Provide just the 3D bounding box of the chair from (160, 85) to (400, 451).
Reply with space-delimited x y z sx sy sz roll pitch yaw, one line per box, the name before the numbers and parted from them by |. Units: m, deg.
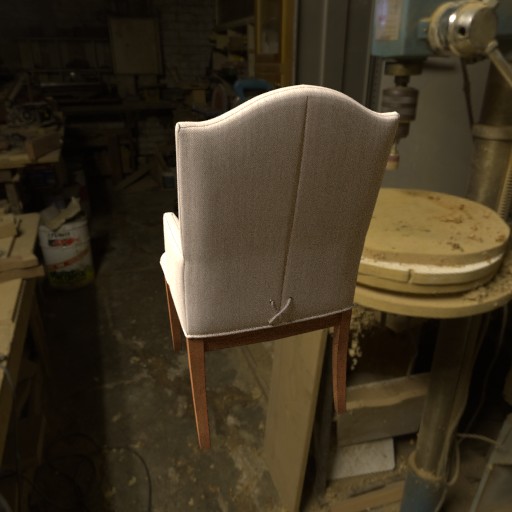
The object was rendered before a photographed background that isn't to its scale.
chair | 0.000 0.000 1.350 0.533 1.016 0.641 -8 26 -17
